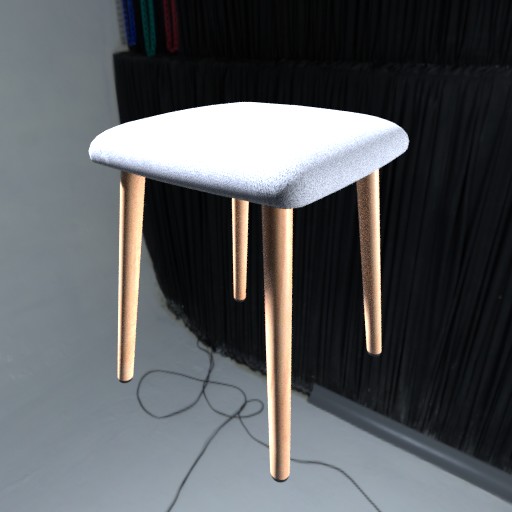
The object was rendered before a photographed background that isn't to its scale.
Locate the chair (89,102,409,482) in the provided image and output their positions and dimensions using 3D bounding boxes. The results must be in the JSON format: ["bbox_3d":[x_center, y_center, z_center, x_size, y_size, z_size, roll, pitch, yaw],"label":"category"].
[{"bbox_3d":[0.000,0.000,0.704,0.350,0.440,0.350,18,32,32],"label":"chair"}]
